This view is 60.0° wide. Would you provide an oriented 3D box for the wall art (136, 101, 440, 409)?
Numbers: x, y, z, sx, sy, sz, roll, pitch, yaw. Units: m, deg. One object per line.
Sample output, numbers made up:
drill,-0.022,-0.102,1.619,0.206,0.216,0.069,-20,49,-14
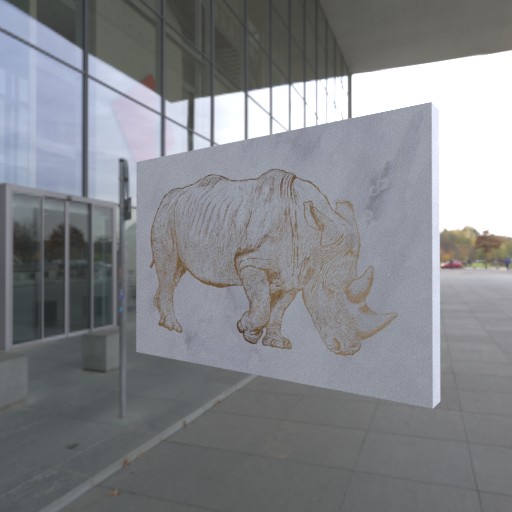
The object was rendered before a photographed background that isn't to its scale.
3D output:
wall art,0.000,0.000,0.783,0.609,0.407,0.038,0,-1,36
